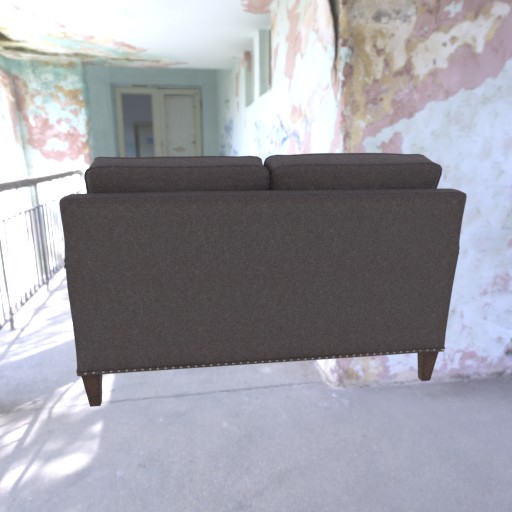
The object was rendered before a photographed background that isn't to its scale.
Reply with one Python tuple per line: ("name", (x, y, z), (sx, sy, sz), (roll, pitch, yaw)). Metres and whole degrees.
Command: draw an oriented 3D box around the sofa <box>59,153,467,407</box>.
("sofa", (0.000, 0.000, 2.195), (1.597, 1.003, 1.084), (-2, 14, -8))
